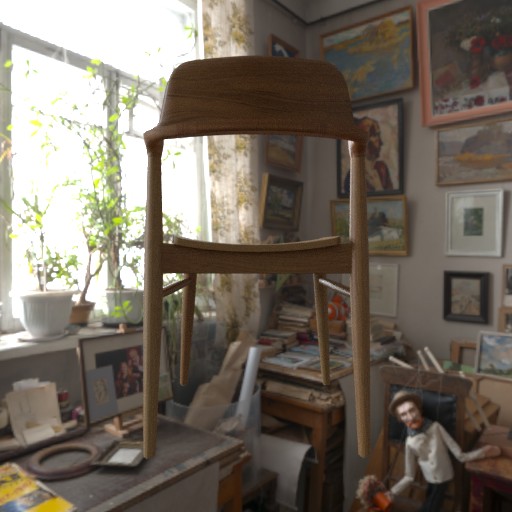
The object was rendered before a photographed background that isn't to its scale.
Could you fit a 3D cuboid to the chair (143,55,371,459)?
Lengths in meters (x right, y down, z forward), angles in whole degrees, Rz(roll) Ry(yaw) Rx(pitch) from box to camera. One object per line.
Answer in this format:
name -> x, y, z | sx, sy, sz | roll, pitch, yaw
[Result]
chair -> 0.000, 0.000, 1.114 | 0.512, 0.792, 0.499 | 0, 0, -1
